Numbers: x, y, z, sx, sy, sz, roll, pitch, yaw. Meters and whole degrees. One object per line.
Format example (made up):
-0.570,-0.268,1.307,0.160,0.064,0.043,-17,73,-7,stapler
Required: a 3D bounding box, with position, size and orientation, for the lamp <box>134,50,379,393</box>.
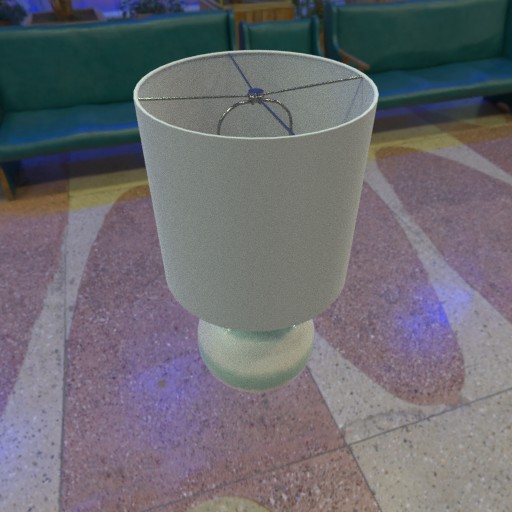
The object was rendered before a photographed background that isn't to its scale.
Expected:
0.000,0.000,0.530,0.217,0.404,0.217,-10,41,-12,lamp
